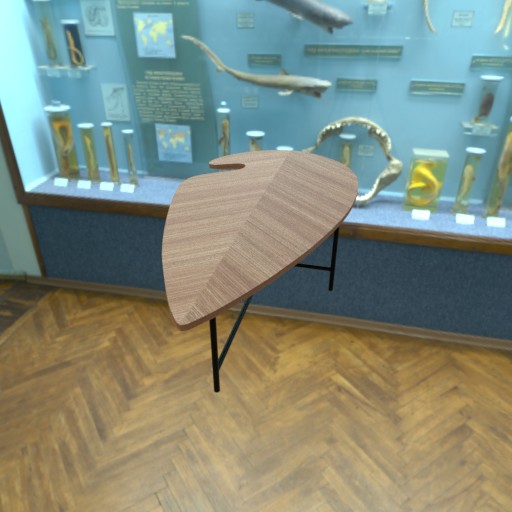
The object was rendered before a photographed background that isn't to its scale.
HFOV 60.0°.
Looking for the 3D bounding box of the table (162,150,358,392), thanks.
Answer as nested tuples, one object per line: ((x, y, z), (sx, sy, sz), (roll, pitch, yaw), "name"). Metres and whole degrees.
((0.000, 0.000, 1.464), (0.598, 0.360, 1.199), (7, 31, 12), "table")
